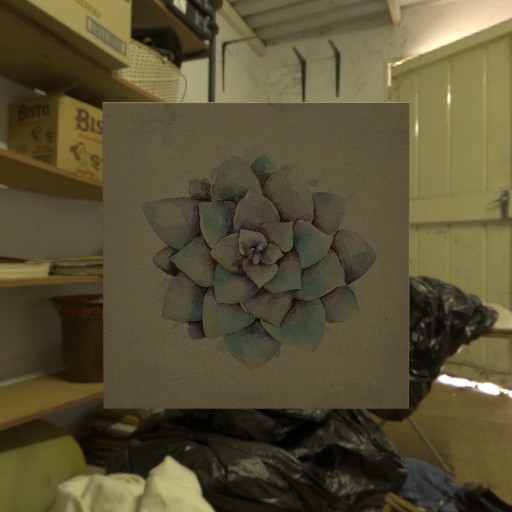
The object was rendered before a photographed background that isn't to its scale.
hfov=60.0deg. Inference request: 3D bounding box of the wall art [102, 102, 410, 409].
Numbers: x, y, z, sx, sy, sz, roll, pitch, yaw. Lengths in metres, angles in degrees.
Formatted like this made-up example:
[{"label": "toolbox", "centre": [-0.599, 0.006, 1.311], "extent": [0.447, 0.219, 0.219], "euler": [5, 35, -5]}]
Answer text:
[{"label": "wall art", "centre": [0.000, 0.000, 0.903], "extent": [0.612, 0.612, 0.040], "euler": [0, 1, 0]}]
